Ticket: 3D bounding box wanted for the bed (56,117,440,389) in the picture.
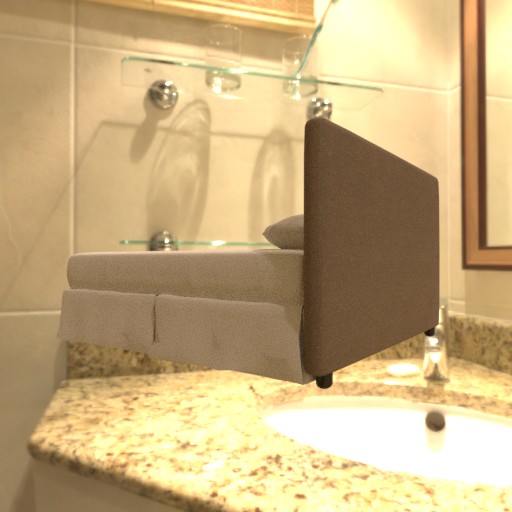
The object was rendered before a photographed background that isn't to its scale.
[{"bbox_3d":[0.000,0.000,3.567,2.341,1.317,2.119,0,0,37],"label":"bed"}]
